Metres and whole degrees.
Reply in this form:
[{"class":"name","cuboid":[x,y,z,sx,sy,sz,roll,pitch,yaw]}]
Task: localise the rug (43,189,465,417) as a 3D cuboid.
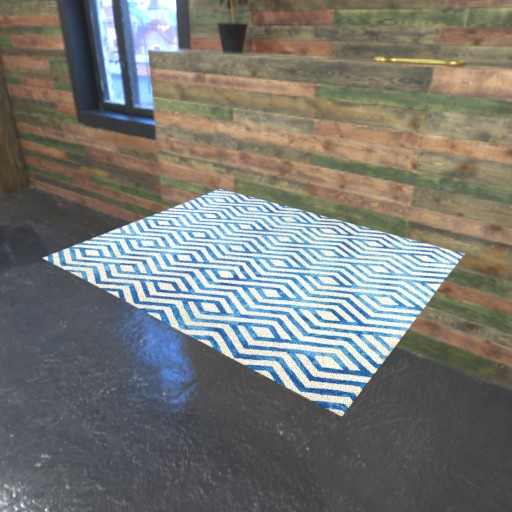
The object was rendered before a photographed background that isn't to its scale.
[{"class":"rug","cuboid":[0.000,0.000,4.106,3.059,0.008,2.453,19,33,33]}]
